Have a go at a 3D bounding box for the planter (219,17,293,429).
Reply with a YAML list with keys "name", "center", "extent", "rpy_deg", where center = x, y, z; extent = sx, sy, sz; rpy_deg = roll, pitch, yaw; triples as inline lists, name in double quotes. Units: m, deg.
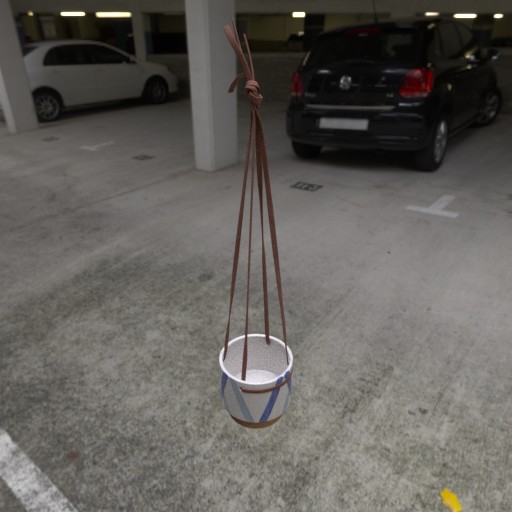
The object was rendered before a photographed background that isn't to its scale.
- name: "planter"
  center: [0.000, 0.000, 0.795]
  extent: [0.157, 0.753, 0.153]
  rpy_deg: [22, 35, 34]
